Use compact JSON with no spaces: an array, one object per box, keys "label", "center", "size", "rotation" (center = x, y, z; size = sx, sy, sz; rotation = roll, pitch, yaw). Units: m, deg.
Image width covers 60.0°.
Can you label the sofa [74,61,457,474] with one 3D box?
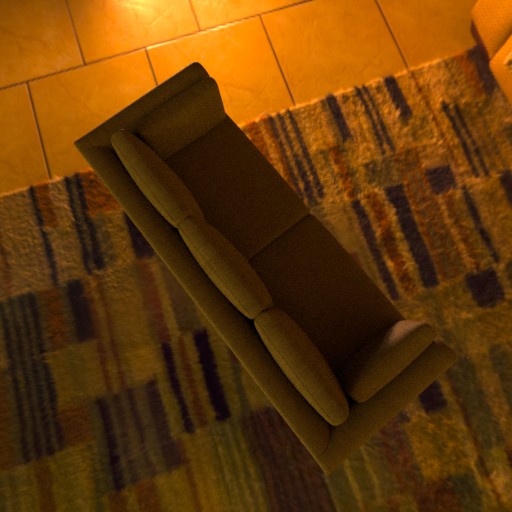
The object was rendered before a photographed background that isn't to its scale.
[{"label":"sofa","center":[0.000,0.000,2.882],"size":[0.969,0.867,2.415],"rotation":[-38,79,-8]}]
